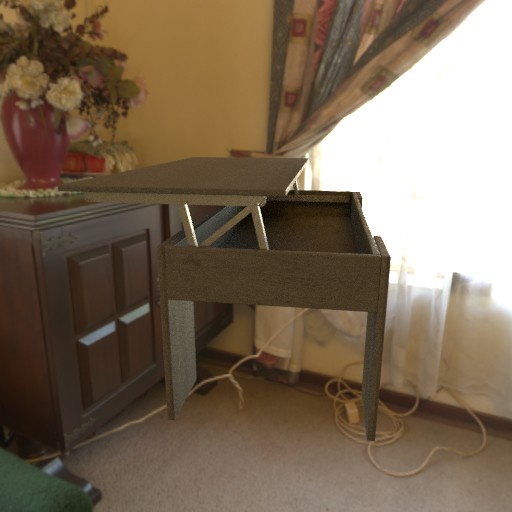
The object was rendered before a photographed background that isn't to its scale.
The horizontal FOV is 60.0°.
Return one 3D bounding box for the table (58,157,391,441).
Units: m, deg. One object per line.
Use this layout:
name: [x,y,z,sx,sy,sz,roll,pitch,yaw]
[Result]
table: [0.000,0.000,1.458,0.711,0.570,1.000,3,16,9]
